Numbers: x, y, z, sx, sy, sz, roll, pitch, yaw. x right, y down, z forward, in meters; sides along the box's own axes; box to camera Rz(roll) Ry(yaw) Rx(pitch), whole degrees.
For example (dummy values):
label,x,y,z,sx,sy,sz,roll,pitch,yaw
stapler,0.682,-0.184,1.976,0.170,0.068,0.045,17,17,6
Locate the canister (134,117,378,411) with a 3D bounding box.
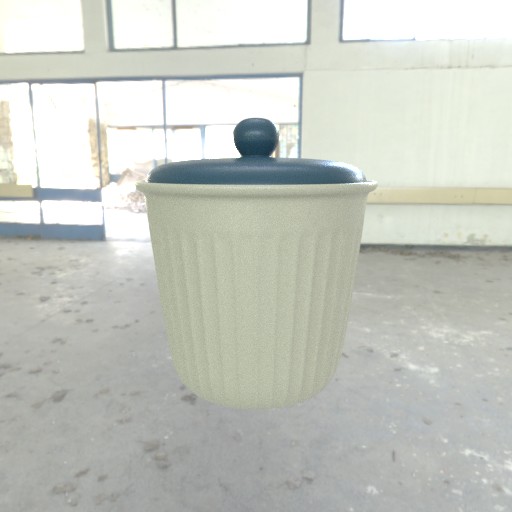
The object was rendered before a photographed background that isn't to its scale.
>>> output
label,x,y,z,sx,sy,sz,roll,pitch,yaw
canister,0.000,0.000,0.352,0.181,0.211,0.181,0,11,0
